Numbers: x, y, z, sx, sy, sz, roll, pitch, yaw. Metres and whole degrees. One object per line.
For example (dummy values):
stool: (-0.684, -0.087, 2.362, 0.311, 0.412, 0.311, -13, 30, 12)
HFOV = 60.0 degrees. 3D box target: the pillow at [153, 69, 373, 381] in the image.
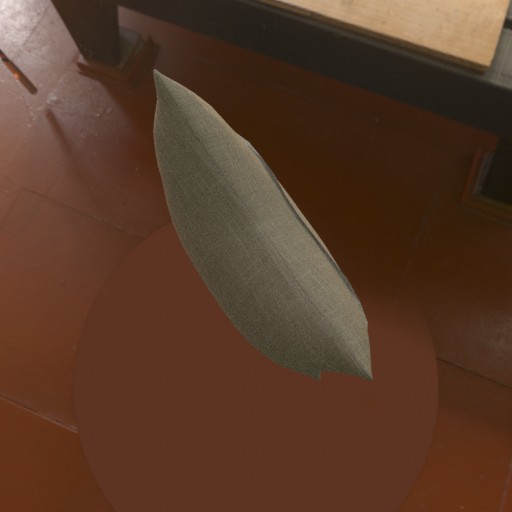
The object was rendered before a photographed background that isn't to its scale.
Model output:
pillow: (0.000, 0.000, 0.651, 0.169, 0.400, 0.424, -33, 78, -8)
